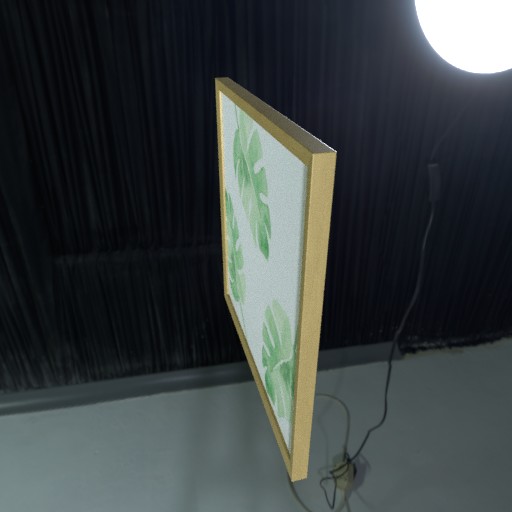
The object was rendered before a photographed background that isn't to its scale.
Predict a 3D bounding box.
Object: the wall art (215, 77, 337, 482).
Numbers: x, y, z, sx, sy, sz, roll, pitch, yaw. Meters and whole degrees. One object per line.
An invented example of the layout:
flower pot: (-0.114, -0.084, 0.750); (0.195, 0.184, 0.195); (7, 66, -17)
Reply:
wall art: (0.000, 0.000, 1.146); (0.037, 0.763, 0.763); (-8, 31, -13)
